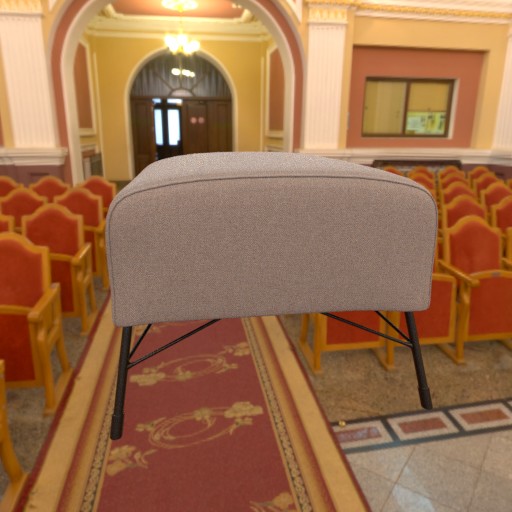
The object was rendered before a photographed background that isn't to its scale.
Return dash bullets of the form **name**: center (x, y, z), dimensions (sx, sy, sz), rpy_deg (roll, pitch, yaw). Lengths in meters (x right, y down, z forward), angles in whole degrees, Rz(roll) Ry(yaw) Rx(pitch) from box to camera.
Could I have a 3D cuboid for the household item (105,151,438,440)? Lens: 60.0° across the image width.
- **household item**: center (0.000, 0.000, 0.905), dimensions (0.530, 0.410, 0.530), rpy_deg (-2, 16, -8)
